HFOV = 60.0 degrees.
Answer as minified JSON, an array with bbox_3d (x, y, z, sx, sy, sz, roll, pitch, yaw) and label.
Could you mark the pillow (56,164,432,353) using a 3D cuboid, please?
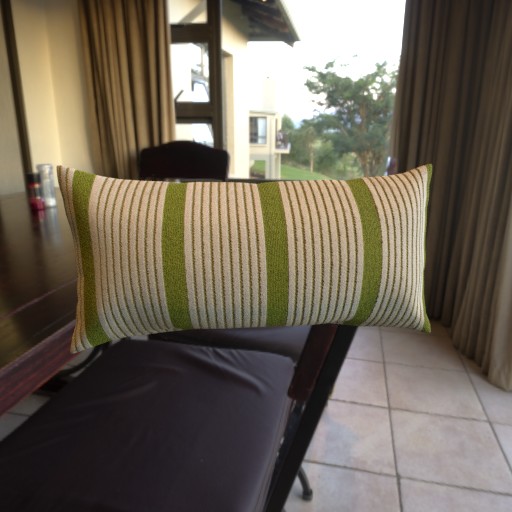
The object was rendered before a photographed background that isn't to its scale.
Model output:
[{"bbox_3d":[0.000,0.000,0.724,0.608,0.292,0.156,-2,17,-6],"label":"pillow"}]
